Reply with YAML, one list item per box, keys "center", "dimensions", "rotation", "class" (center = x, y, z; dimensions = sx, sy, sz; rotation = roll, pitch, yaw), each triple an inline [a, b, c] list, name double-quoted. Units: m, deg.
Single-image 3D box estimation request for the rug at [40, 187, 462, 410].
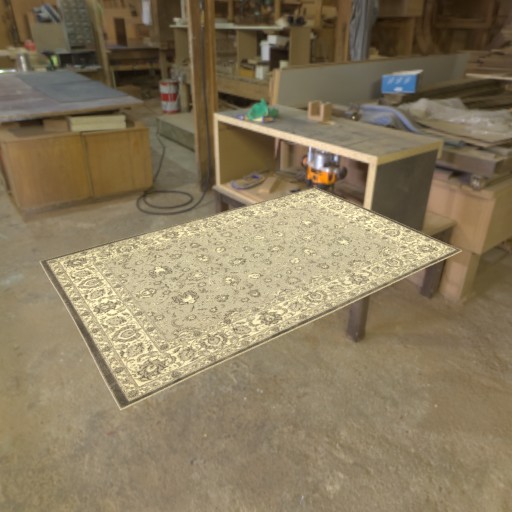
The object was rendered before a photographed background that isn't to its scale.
- center: [0.000, 0.000, 3.003]
  dimensions: [2.438, 0.011, 1.524]
  rotation: [-19, 34, -30]
  class: "rug"
